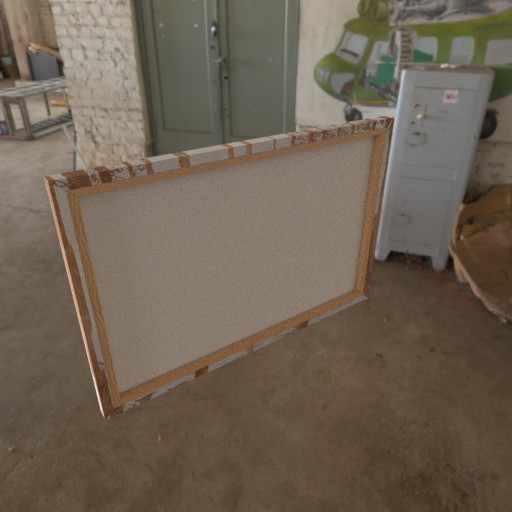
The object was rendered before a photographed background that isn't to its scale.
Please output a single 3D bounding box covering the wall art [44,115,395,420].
[{"bbox_3d":[0.000,0.000,1.169,0.914,0.609,0.035,-19,34,-30],"label":"wall art"}]
